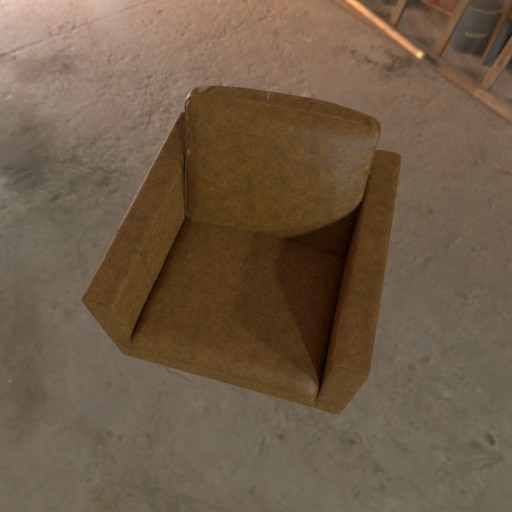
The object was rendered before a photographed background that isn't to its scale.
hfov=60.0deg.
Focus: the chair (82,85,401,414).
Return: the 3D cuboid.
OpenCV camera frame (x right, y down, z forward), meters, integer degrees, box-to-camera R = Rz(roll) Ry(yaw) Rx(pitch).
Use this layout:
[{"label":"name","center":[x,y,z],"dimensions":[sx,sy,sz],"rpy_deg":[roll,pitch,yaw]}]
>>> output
[{"label":"chair","center":[0.000,0.000,1.674],"dimensions":[0.890,0.956,0.909],"rpy_deg":[13,60,8]}]
